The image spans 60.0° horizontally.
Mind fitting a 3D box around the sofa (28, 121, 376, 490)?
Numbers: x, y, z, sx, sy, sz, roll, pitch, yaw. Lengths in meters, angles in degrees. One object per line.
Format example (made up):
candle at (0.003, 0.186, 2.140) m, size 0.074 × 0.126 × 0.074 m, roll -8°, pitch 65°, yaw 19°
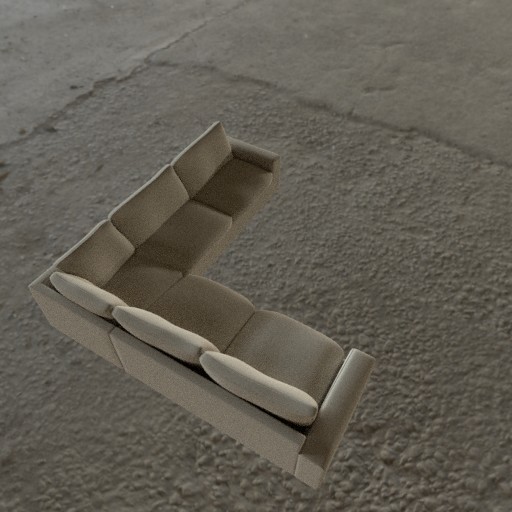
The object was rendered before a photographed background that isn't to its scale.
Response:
sofa at (0.000, 0.000, 4.693) m, size 3.066 × 0.918 × 3.206 m, roll 24°, pitch 52°, yaw 20°
